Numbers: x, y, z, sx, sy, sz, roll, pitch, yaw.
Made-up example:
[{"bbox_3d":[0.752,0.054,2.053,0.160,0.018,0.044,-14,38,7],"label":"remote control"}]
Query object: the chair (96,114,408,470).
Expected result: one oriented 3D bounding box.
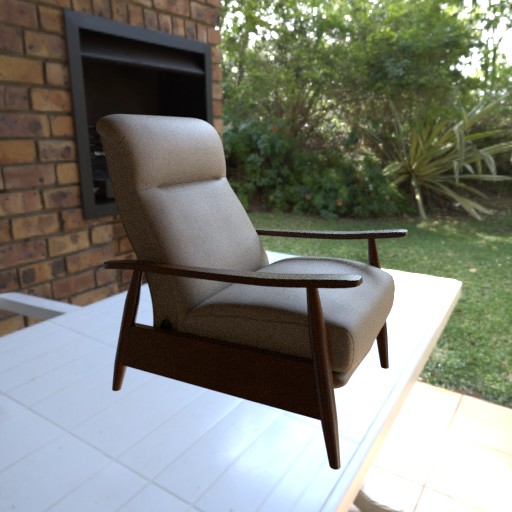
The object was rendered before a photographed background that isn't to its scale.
[{"bbox_3d":[0.000,0.000,1.768,1.030,1.082,0.762,8,17,27],"label":"chair"}]
